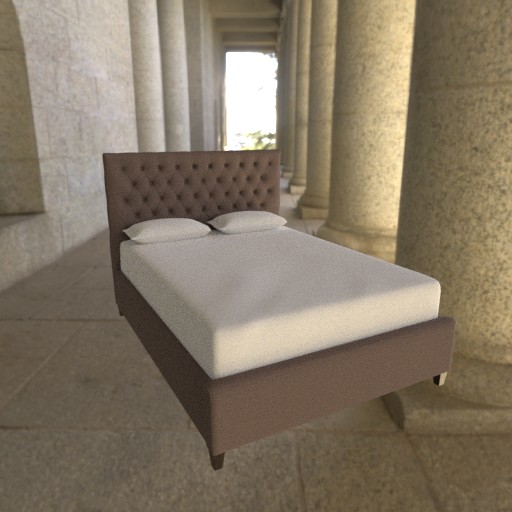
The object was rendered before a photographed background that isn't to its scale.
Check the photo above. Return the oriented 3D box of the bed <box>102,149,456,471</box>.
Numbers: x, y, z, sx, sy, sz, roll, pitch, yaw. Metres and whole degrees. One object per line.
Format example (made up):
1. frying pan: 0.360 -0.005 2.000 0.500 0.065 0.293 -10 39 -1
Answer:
1. bed: 0.000 0.000 3.259 1.696 1.426 2.233 -8 18 -27
